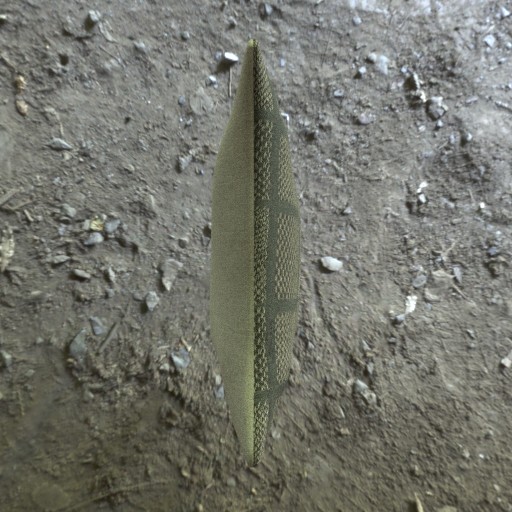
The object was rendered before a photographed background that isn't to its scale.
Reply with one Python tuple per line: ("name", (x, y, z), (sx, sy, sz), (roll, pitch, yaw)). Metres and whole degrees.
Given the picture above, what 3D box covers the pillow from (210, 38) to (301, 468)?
("pillow", (0.000, 0.000, 0.659), (0.138, 0.432, 0.435), (0, 89, -1))
